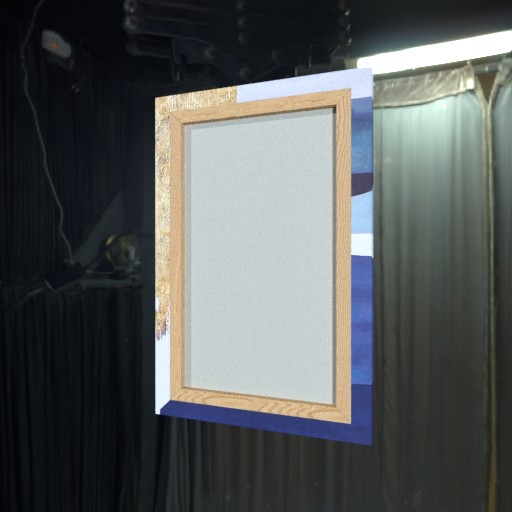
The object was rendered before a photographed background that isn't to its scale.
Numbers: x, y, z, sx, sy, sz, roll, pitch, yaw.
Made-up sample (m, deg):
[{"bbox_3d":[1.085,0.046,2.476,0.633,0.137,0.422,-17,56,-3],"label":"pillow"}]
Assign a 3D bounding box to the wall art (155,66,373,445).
[{"bbox_3d":[0.000,0.000,1.189,0.607,0.911,0.039,0,0,21],"label":"wall art"}]
